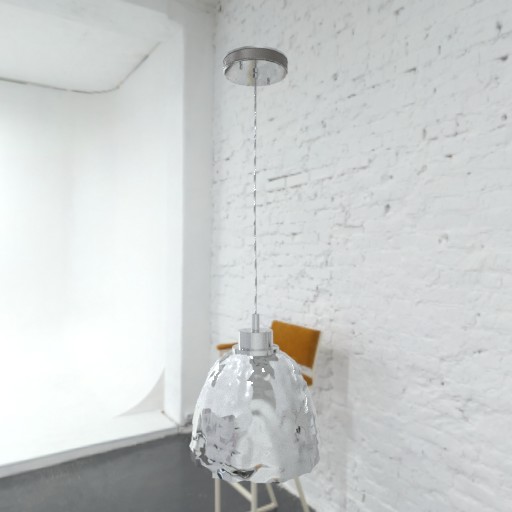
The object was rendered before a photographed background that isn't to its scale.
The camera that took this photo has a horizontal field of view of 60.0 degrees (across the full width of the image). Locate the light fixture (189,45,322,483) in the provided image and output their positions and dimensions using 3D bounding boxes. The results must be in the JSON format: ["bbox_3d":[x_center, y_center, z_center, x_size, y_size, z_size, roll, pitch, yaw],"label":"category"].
[{"bbox_3d":[0.000,0.000,1.708,0.500,1.511,0.496,0,-1,37],"label":"light fixture"}]
